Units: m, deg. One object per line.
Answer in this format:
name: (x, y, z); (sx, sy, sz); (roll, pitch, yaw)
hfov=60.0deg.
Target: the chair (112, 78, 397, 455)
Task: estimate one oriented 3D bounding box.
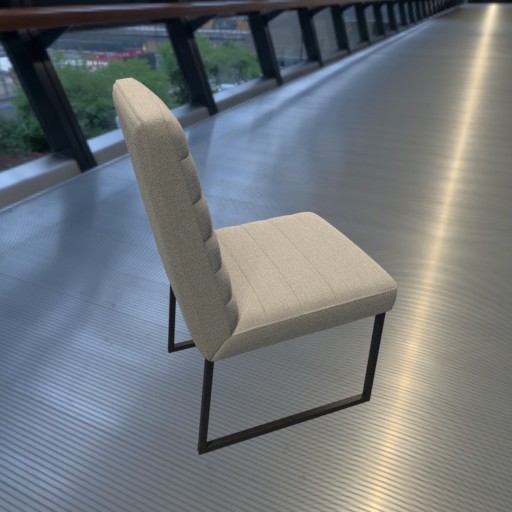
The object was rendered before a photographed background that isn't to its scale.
chair: (0.000, 0.000, 1.271); (0.634, 0.930, 0.520); (-11, 31, -18)
